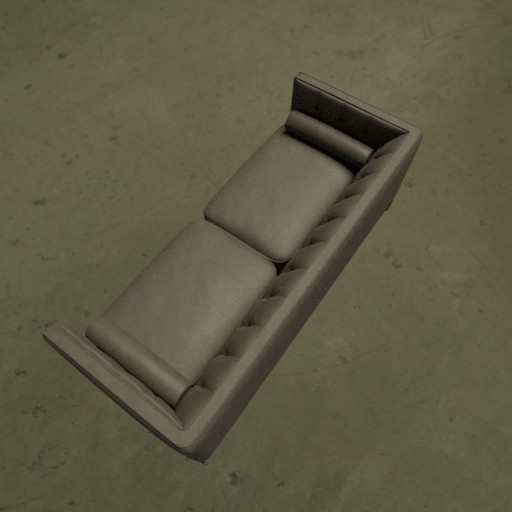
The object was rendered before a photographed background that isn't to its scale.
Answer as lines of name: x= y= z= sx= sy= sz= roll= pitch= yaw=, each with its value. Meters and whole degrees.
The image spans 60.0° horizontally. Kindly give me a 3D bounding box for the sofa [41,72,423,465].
sofa: x=0.000 y=0.000 z=2.528 sx=0.867 sy=0.789 sz=2.087 roll=33 pitch=66 yaw=16
